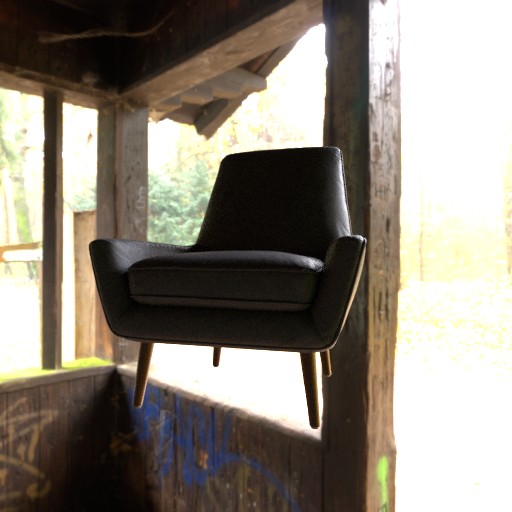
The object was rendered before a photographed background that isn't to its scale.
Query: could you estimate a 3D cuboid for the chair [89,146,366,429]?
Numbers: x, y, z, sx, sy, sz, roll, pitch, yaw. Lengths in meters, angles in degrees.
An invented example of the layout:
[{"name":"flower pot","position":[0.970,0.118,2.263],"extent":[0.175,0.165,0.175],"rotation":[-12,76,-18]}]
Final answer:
[{"name":"chair","position":[0.000,0.000,1.536],"extent":[0.787,0.888,0.822],"rotation":[0,0,17]}]
